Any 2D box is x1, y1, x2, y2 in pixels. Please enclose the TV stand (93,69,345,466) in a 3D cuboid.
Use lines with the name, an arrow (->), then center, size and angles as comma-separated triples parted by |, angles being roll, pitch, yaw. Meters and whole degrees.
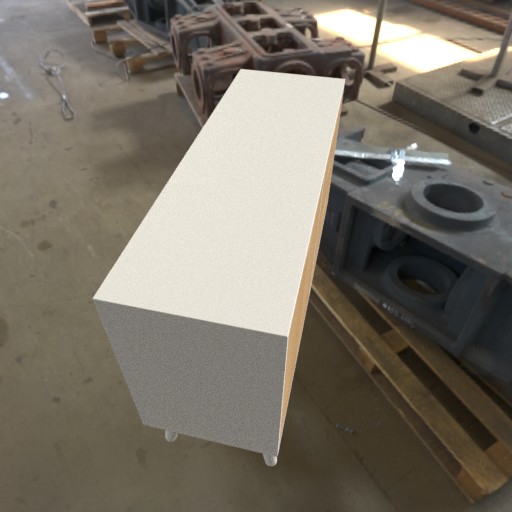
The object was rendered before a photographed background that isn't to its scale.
TV stand -> 0.000, 0.000, 1.570 | 0.406, 0.812, 1.193 | 9, 46, 9
